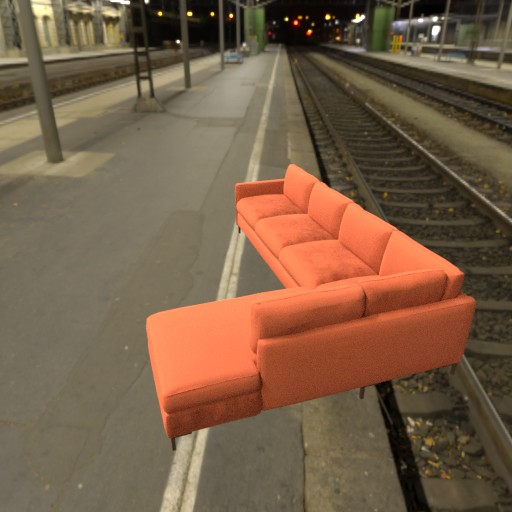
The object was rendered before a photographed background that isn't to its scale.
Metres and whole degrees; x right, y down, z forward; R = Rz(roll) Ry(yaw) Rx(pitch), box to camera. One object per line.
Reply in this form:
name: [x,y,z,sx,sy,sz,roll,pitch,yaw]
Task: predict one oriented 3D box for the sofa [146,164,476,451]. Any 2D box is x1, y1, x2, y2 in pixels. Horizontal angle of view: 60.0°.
sofa: [0.000,0.000,3.563,1.879,0.757,2.736,-8,28,-16]
